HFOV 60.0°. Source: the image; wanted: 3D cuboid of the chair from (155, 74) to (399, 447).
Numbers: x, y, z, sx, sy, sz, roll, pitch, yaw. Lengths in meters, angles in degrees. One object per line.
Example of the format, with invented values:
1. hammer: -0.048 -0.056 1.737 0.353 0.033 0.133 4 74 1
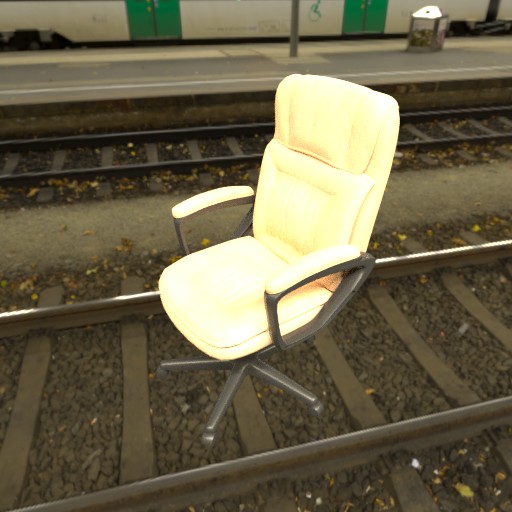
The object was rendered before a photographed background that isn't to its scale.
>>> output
1. chair: 0.000 0.000 1.547 0.724 1.105 0.667 -20 37 -30
